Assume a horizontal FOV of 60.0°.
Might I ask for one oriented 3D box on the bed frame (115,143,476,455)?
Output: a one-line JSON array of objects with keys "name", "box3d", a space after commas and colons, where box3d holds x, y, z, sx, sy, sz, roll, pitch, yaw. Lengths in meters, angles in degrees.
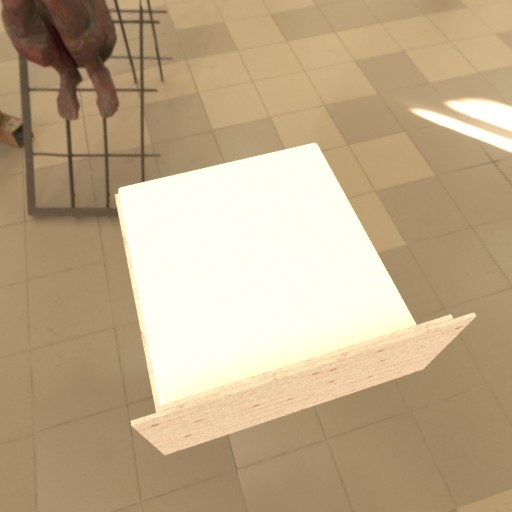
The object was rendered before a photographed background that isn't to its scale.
[{"name": "bed frame", "box3d": [0.000, 0.000, 3.269, 1.950, 0.970, 2.080, -15, 59, -9]}]
